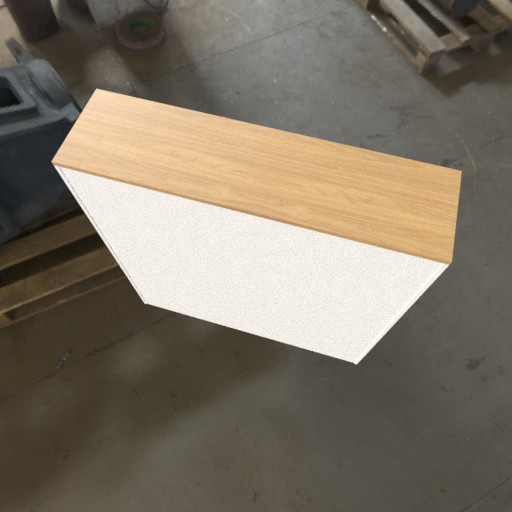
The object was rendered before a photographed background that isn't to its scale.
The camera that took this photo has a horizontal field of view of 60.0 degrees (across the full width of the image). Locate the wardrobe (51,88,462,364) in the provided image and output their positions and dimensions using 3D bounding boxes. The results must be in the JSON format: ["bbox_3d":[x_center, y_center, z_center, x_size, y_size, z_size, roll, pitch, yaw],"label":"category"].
[{"bbox_3d":[0.000,0.000,3.430,2.160,2.260,0.590,15,65,7],"label":"wardrobe"}]
